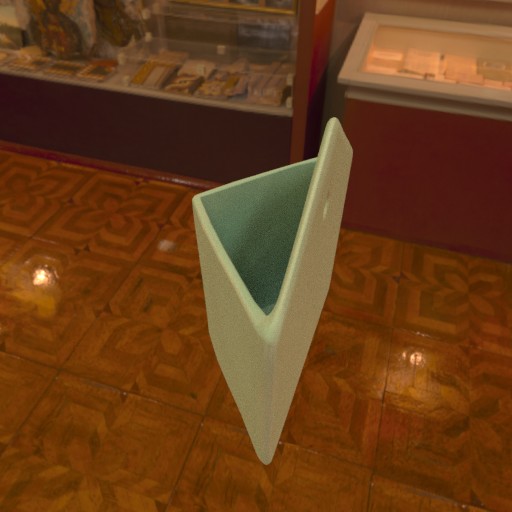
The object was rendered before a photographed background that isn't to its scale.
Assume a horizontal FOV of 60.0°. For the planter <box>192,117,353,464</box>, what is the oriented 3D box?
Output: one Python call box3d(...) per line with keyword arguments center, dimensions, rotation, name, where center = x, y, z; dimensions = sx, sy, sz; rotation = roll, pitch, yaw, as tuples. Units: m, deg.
box3d(center=(0.000, 0.000, 0.275), dimensions=(0.079, 0.197, 0.164), rotation=(15, 47, 14), name="planter")
